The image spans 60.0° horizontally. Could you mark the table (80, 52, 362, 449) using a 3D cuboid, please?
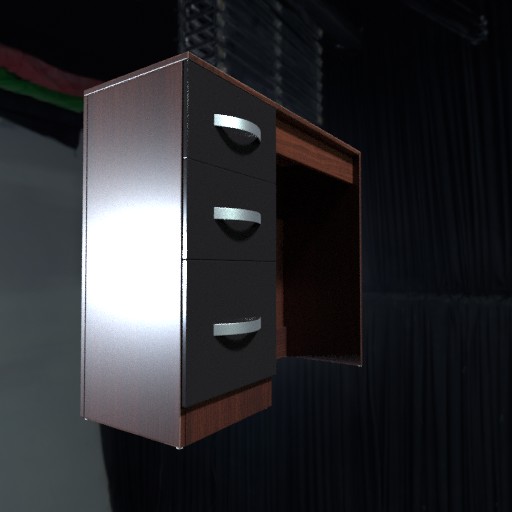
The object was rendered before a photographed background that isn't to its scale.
[{"bbox_3d":[0.000,0.000,1.344,0.380,0.790,0.930,-1,-2,34],"label":"table"}]
